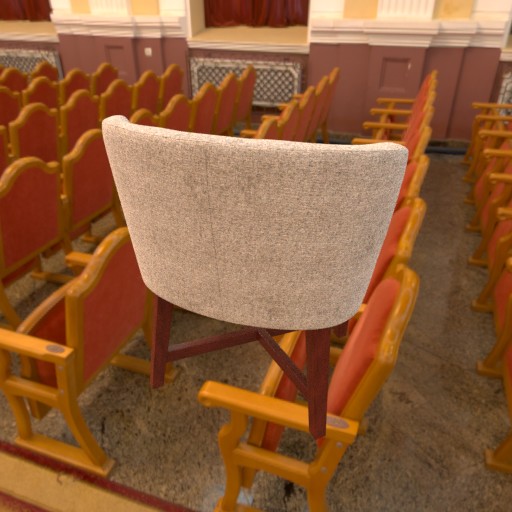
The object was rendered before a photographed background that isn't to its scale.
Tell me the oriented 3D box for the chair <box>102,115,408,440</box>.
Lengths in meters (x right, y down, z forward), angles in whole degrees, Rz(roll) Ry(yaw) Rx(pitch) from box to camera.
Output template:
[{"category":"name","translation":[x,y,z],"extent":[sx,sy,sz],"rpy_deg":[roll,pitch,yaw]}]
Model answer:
[{"category":"chair","translation":[0.000,0.000,1.270],"extent":[0.728,0.827,0.575],"rpy_deg":[11,33,18]}]
